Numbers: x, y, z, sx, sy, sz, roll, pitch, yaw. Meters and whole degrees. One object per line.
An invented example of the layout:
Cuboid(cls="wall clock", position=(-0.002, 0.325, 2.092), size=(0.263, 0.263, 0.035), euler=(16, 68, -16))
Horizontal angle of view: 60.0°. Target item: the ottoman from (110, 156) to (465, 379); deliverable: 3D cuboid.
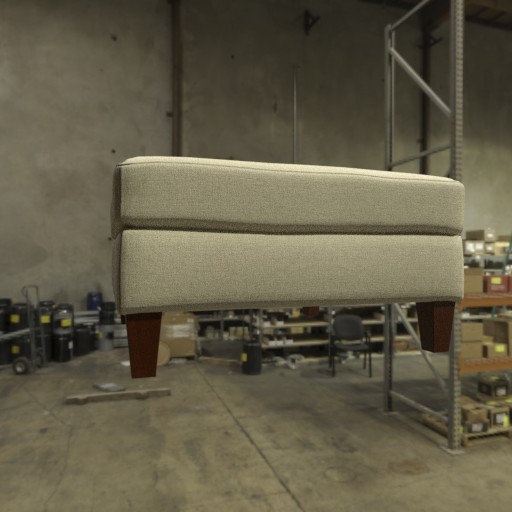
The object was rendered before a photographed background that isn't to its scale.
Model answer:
Cuboid(cls="ottoman", position=(0.000, 0.000, 1.348), size=(0.838, 0.478, 0.838), euler=(0, 0, -19))
